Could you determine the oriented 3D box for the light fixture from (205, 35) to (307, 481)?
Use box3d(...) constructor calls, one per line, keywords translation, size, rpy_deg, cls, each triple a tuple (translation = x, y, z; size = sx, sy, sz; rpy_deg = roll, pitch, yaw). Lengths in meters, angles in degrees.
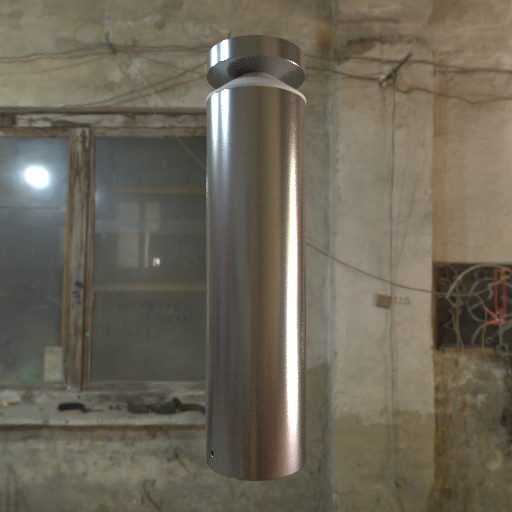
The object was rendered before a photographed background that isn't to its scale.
box3d(translation=(0.000, 0.000, 0.447), size=(0.102, 0.400, 0.102), rpy_deg=(1, -2, -35), cls="light fixture")
